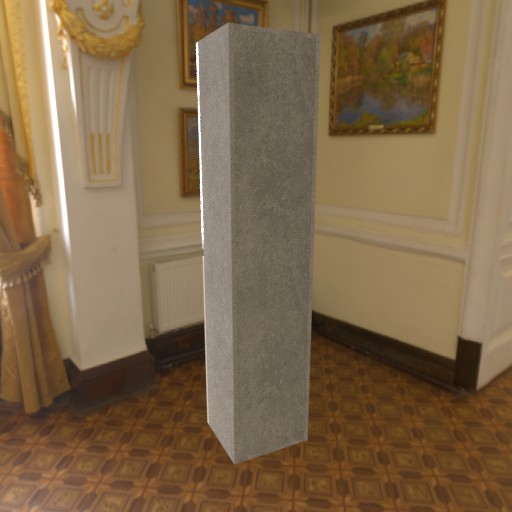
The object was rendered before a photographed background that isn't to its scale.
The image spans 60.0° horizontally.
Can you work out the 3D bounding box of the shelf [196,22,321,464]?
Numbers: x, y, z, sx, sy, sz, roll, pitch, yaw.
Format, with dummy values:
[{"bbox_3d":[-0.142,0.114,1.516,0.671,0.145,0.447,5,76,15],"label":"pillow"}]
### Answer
[{"bbox_3d":[0.000,0.000,1.555,0.300,1.400,0.270,-7,15,-25],"label":"shelf"}]
